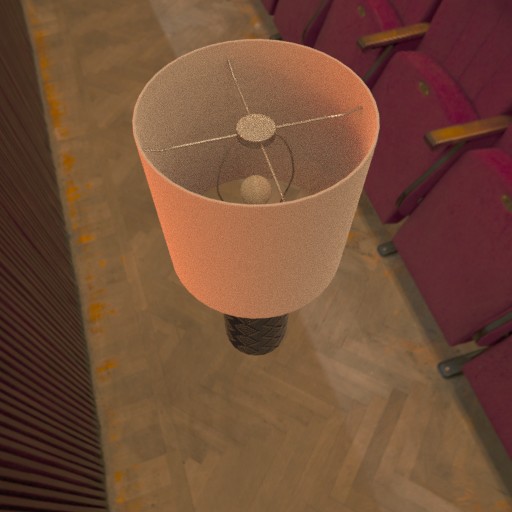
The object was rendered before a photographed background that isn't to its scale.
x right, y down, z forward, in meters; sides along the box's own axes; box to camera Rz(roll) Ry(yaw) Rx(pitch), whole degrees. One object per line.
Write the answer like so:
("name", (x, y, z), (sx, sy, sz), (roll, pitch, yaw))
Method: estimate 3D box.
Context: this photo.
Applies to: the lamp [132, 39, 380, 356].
("lamp", (0.000, 0.000, 0.568), (0.207, 0.461, 0.207), (-13, 59, -8))
